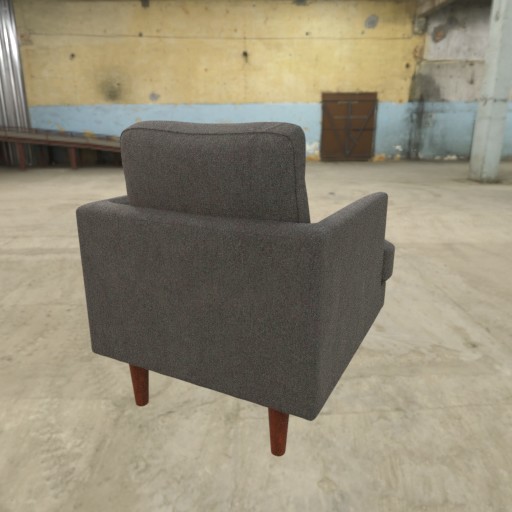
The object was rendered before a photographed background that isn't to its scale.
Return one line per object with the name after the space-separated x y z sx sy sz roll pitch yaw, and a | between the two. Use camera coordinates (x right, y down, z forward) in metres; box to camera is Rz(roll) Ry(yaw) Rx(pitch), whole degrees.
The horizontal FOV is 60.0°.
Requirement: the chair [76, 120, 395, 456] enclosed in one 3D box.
0.000 0.000 1.639 0.858 0.957 0.899 9 19 26 | chair
